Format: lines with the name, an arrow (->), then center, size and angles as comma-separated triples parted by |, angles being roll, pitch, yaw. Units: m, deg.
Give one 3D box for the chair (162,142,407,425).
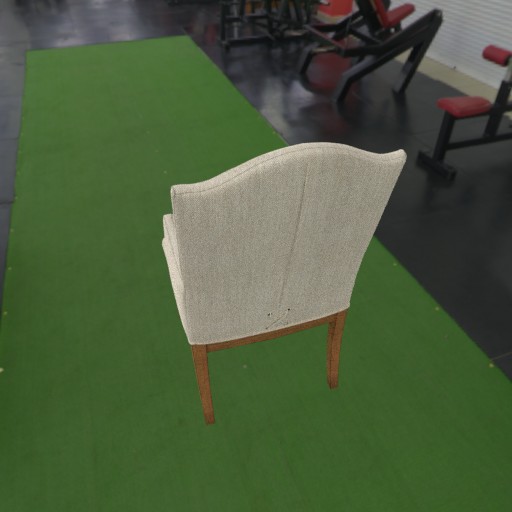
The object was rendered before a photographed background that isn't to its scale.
chair -> 0.000, 0.000, 1.370 | 0.533, 1.016, 0.641 | -12, 41, -13
